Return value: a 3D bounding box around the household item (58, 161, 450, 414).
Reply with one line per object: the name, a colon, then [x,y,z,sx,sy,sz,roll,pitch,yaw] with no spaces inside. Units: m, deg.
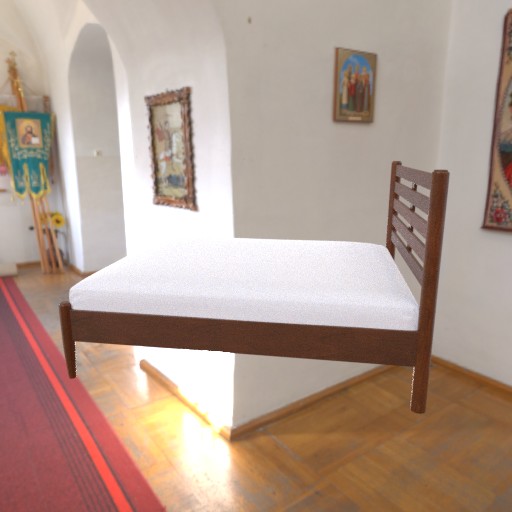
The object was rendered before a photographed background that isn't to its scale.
household item: [0.000,0.000,3.316,2.232,1.356,1.663,2,14,9]
